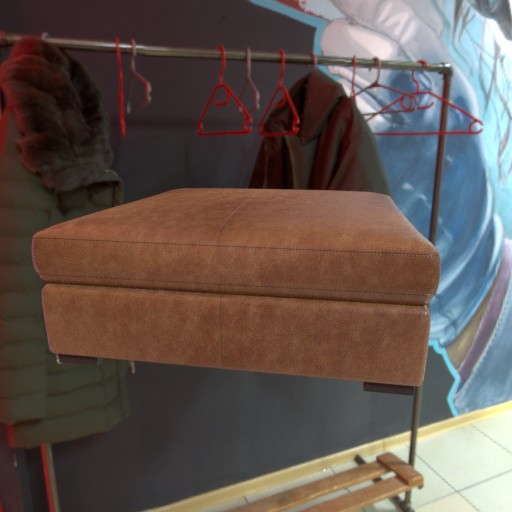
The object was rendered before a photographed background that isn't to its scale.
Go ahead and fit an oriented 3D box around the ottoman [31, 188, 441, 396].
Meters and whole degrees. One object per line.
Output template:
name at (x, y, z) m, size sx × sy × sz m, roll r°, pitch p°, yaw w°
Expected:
ottoman at (0.000, 0.000, 1.804) m, size 1.169 × 0.483 × 1.168 m, roll 3°, pitch 15°, yaw 10°
